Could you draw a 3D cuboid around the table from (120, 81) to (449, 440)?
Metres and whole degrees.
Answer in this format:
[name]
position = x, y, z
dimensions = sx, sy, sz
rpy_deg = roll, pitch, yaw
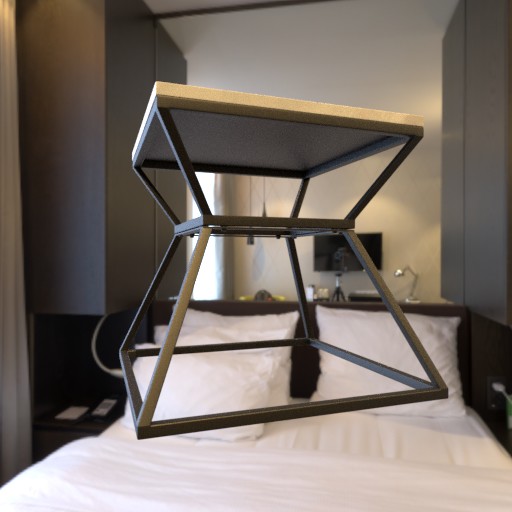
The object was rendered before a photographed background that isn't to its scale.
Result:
[table]
position = 0.000, 0.000, 0.805
dimensions = 0.455, 0.431, 0.455
rpy_deg = 0, 0, -20
